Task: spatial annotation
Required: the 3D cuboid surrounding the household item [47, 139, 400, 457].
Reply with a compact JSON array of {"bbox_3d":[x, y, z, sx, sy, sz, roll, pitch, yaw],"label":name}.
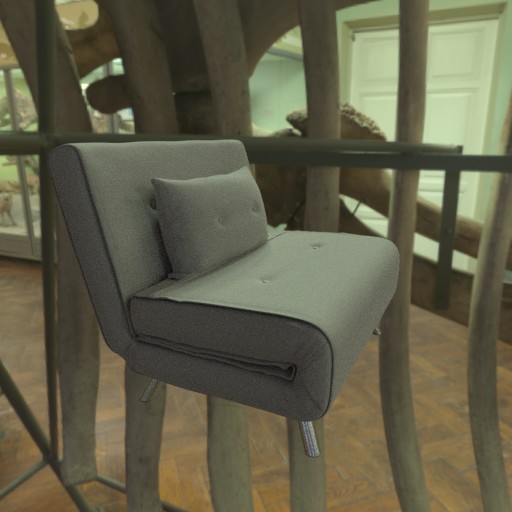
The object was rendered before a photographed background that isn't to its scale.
[{"bbox_3d":[0.000,0.000,1.601,0.874,0.800,1.000,7,17,25],"label":"household item"}]
